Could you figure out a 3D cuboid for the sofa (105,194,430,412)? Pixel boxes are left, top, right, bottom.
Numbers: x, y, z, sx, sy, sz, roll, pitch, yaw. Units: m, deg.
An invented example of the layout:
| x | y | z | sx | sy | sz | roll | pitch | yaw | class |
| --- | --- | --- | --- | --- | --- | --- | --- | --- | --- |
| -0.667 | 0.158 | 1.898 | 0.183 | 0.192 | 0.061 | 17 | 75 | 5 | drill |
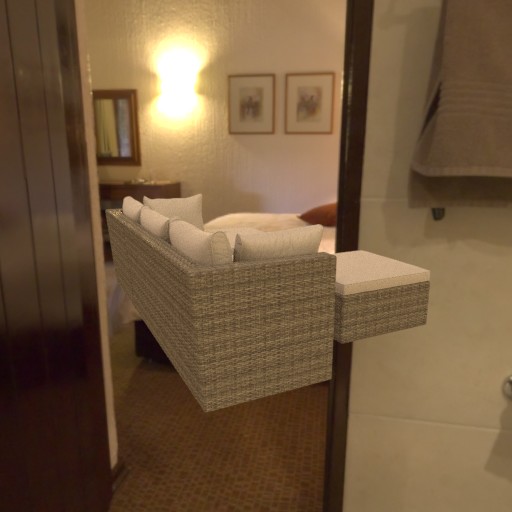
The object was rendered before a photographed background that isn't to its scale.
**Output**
| x | y | z | sx | sy | sz | roll | pitch | yaw | class |
| --- | --- | --- | --- | --- | --- | --- | --- | --- | --- |
| 0.000 | 0.000 | 3.072 | 1.662 | 0.766 | 2.192 | -6 | 15 | -26 | sofa |
